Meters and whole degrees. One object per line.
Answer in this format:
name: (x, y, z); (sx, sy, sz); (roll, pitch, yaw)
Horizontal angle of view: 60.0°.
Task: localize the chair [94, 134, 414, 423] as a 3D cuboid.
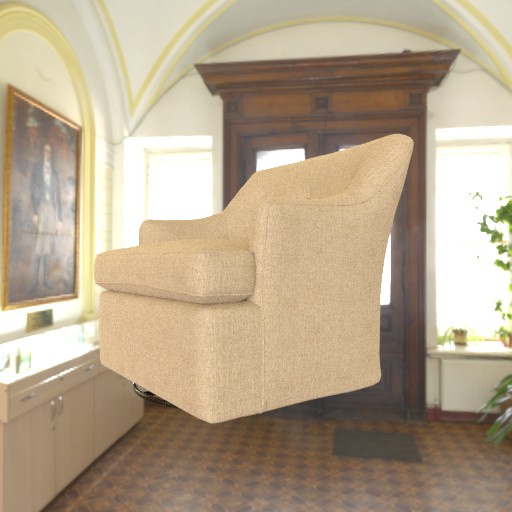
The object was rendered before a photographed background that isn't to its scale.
chair: (0.000, 0.000, 1.580); (0.923, 0.856, 0.864); (1, -1, -37)
